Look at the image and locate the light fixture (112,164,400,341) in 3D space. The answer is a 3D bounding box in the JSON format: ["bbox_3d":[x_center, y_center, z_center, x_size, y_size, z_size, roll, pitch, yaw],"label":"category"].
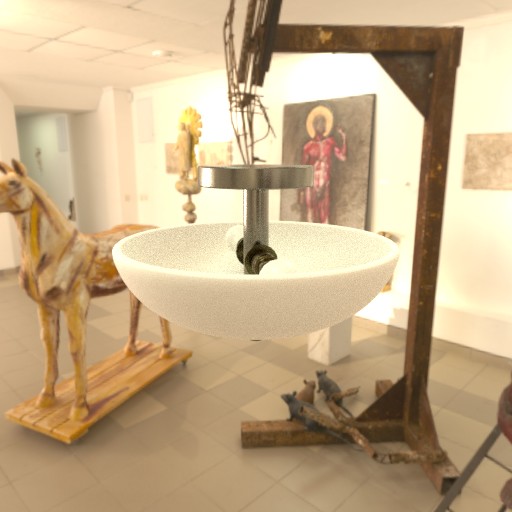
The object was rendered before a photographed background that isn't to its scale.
[{"bbox_3d":[0.000,0.000,0.537,0.330,0.214,0.330,0,13,0],"label":"light fixture"}]
